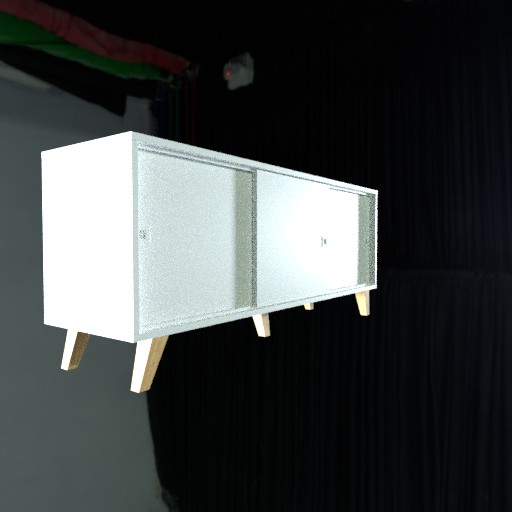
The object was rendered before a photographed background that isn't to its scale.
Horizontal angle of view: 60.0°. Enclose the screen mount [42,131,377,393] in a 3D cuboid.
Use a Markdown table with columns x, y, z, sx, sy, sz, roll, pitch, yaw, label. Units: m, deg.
| x | y | z | sx | sy | sz | roll | pitch | yaw | label |
| --- | --- | --- | --- | --- | --- | --- | --- | --- | --- |
| 0.000 | 0.000 | 1.740 | 0.400 | 0.619 | 1.490 | 1 | 2 | 37 | screen mount |
